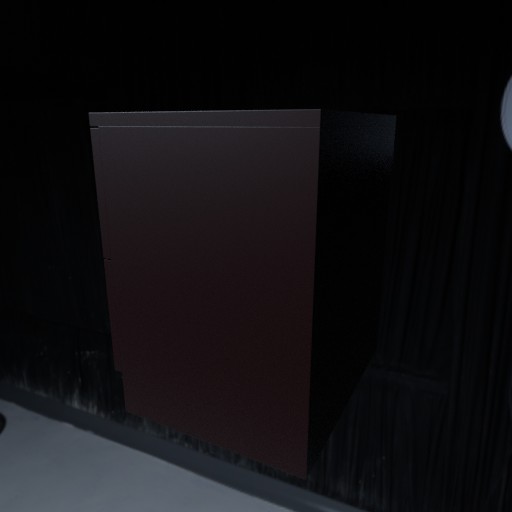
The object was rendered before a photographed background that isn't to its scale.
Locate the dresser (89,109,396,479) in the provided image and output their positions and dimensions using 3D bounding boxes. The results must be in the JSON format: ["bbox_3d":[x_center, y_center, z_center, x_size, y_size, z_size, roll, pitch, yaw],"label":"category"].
[{"bbox_3d":[0.000,0.000,0.773,0.360,0.470,0.400,8,19,26],"label":"dresser"}]
